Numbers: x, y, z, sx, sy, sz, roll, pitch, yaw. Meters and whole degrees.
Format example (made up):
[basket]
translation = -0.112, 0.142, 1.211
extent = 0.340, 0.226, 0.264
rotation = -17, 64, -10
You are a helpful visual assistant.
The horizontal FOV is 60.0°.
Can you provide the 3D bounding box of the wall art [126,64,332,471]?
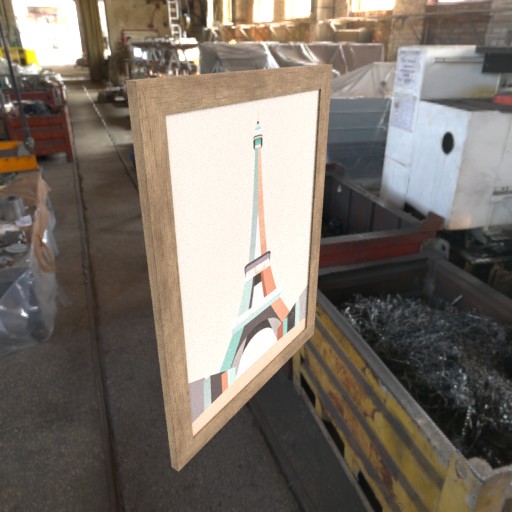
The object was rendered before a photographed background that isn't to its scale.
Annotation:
[wall art]
translation = 0.000, 0.000, 0.886
extent = 0.018, 0.686, 0.534
rotation = 17, 31, 31
